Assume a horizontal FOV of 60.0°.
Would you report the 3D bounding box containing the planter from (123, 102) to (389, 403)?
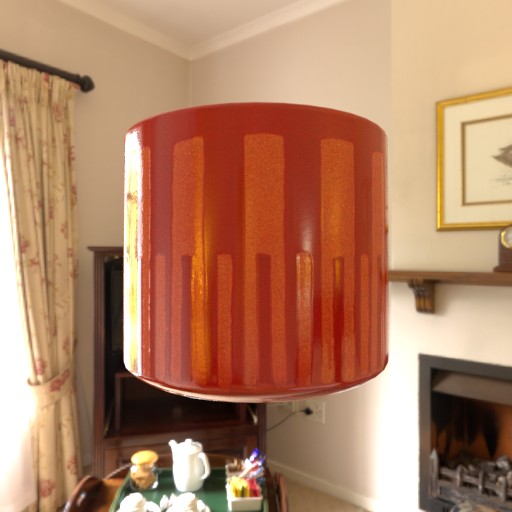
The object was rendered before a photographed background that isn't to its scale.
[{"bbox_3d":[0.000,0.000,0.402,0.230,0.202,0.230,0,0,0],"label":"planter"}]
